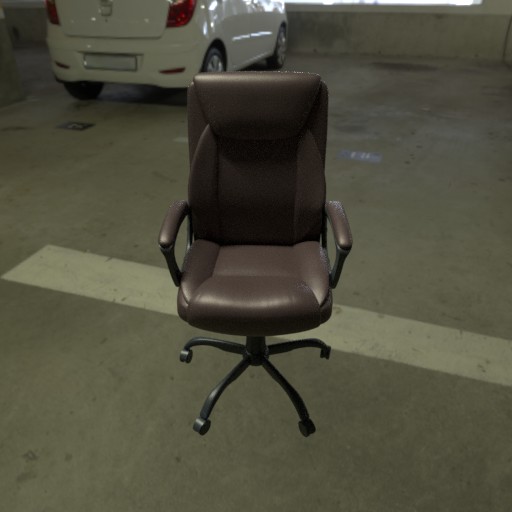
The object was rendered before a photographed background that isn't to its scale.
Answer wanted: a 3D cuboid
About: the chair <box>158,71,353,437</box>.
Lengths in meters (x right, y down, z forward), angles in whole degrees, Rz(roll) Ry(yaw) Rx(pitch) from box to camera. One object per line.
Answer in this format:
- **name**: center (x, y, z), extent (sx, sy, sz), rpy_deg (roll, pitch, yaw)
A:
- **chair**: center (0.000, 0.000, 1.485), extent (0.615, 1.072, 0.655), rpy_deg (1, 32, 1)
